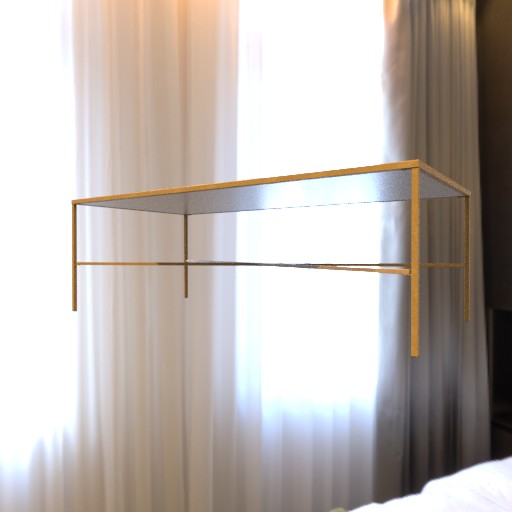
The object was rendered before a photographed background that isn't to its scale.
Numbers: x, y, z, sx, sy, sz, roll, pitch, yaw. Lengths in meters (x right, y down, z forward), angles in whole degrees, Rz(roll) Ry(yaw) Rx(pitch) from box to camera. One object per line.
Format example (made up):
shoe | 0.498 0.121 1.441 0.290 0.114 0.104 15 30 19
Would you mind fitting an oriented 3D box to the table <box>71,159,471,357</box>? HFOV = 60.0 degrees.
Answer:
table | 0.000 0.000 1.475 1.206 0.398 0.580 0 1 35
